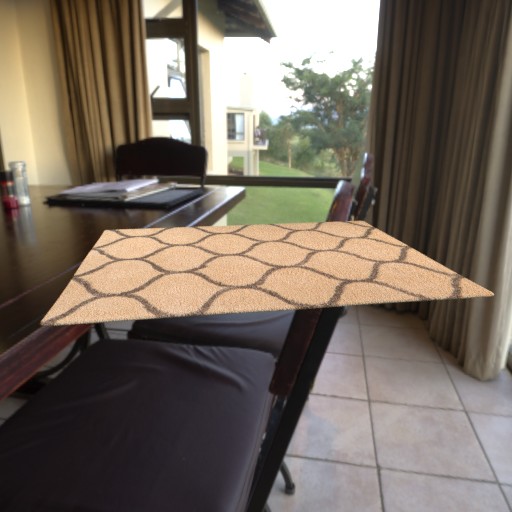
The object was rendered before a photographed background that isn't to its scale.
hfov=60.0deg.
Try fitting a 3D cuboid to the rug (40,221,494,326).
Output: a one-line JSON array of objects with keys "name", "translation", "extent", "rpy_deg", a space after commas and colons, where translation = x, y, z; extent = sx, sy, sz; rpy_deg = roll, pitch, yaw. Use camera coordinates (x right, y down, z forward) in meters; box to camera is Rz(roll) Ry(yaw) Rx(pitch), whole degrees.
[{"name": "rug", "translation": [0.000, 0.000, 3.988], "extent": [3.000, 0.026, 2.399], "rpy_deg": [-3, 17, -9]}]
